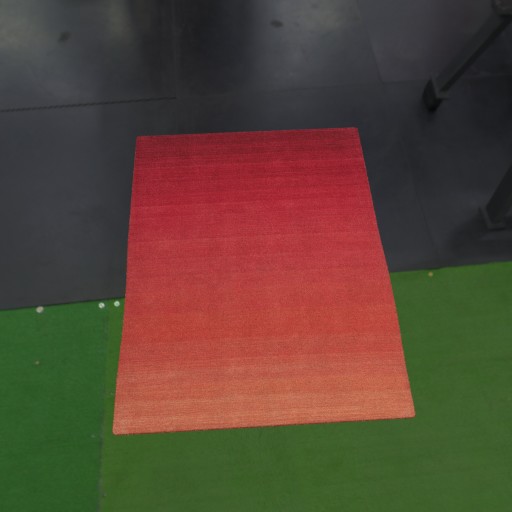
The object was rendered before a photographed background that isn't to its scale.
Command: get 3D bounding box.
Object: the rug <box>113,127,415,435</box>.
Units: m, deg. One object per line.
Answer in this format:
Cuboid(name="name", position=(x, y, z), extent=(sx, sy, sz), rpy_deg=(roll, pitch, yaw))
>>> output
Cuboid(name="rug", position=(0.000, 0.000, 4.018), extent=(2.340, 0.028, 2.905), rpy_deg=(-3, 64, -1))
